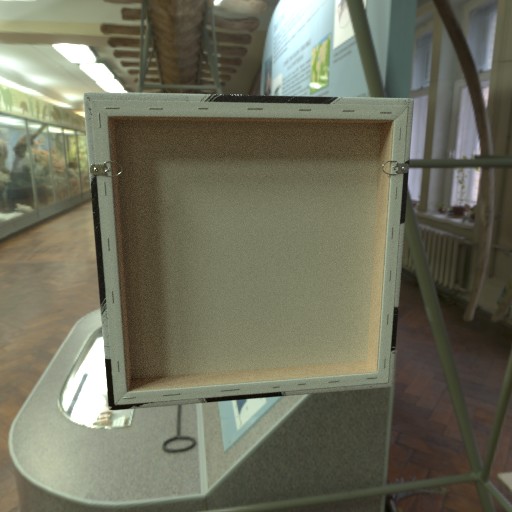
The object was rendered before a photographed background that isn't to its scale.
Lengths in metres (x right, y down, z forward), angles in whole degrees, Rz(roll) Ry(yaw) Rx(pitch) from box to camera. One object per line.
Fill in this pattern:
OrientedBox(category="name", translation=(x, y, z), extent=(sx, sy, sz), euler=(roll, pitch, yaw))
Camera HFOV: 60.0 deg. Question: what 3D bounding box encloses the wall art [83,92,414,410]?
OrientedBox(category="wall art", translation=(0.000, 0.000, 0.746), extent=(0.507, 0.508, 0.050), euler=(-2, 13, -9))
